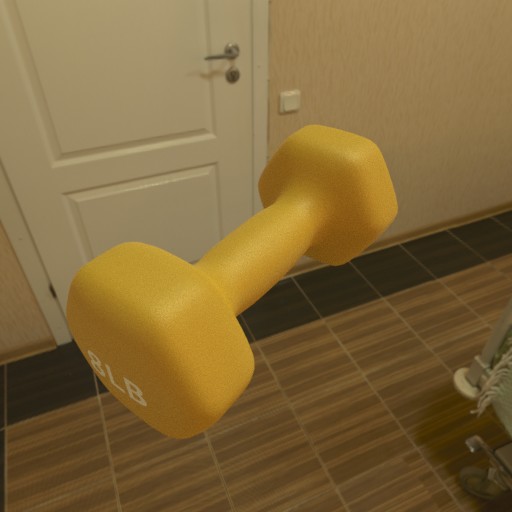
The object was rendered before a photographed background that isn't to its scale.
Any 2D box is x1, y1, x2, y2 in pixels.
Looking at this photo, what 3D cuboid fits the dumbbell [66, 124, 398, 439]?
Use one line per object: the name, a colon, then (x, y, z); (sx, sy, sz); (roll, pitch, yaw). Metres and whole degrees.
dumbbell: (0.000, 0.000, 0.235); (0.090, 0.082, 0.190); (26, 47, 28)
